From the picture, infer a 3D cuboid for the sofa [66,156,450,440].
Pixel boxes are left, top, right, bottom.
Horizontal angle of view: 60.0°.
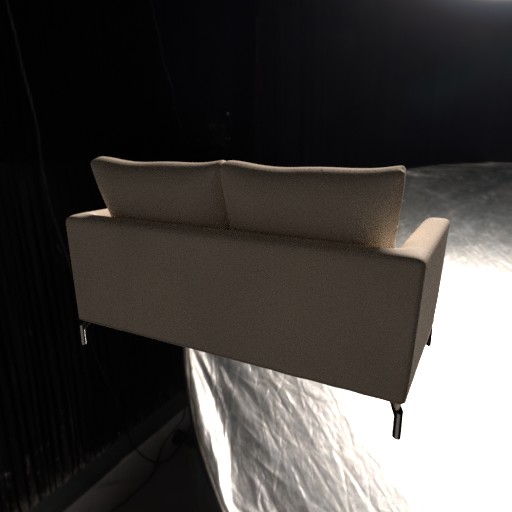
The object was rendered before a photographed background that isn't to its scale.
[{"bbox_3d":[0.000,0.000,2.288,1.739,0.995,0.906,8,17,27],"label":"sofa"}]
